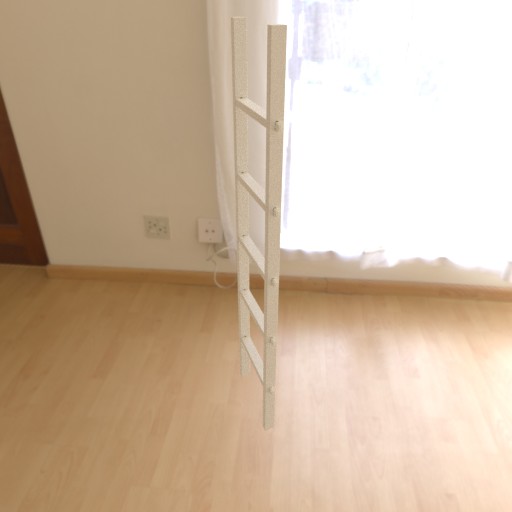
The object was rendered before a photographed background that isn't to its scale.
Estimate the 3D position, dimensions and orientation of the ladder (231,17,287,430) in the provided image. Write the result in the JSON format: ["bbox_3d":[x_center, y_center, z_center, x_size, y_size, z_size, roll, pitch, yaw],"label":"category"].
[{"bbox_3d":[0.000,0.000,1.912,0.051,1.797,0.452,-11,33,-17],"label":"ladder"}]
